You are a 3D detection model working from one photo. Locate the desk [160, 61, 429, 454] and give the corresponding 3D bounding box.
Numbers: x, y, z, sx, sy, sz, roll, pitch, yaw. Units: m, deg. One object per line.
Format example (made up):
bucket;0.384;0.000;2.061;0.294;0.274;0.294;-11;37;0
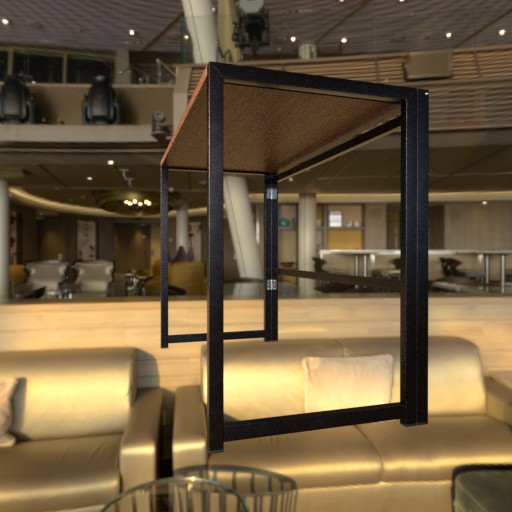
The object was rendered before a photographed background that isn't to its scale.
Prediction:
desk;0.000;0.000;1.416;0.508;0.762;1.016;0;0;-17
